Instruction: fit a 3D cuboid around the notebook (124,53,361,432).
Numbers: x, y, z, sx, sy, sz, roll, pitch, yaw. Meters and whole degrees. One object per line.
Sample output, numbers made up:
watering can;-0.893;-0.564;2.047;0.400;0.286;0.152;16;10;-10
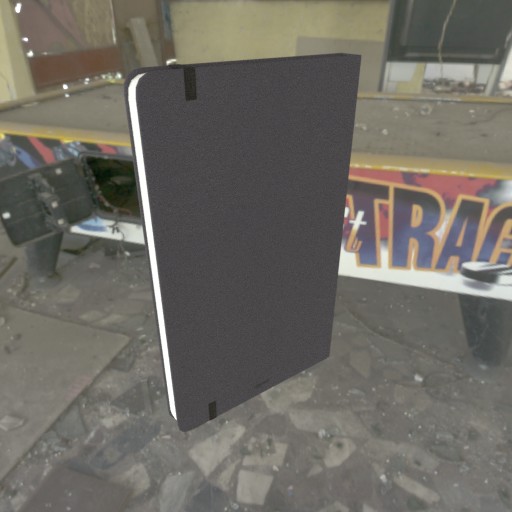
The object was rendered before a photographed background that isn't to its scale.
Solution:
notebook;0.000;0.000;0.262;0.127;0.213;0.016;-19;34;-30
